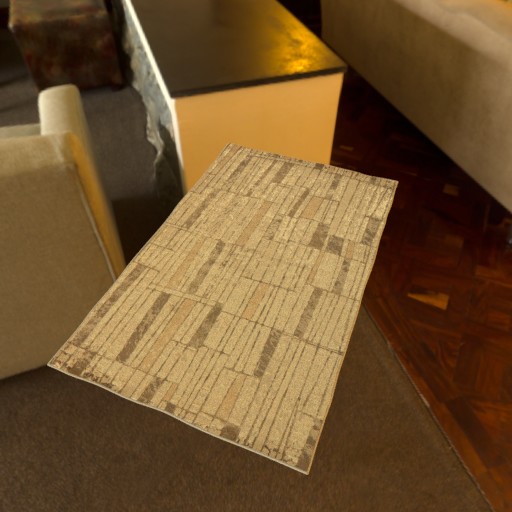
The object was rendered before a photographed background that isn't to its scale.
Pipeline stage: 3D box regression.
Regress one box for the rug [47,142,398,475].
[{"bbox_3d":[0.000,0.000,3.053,1.531,0.023,2.444,16,49,15],"label":"rug"}]
